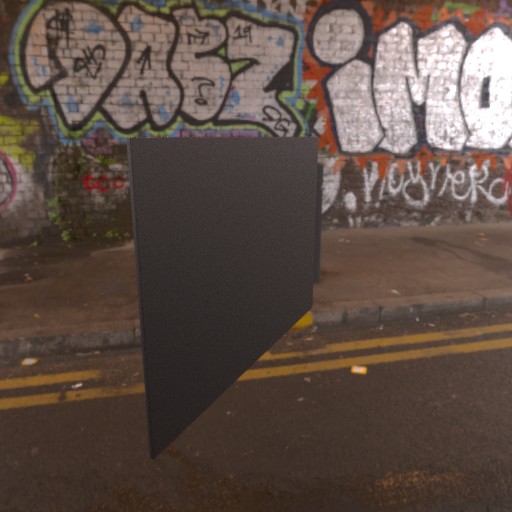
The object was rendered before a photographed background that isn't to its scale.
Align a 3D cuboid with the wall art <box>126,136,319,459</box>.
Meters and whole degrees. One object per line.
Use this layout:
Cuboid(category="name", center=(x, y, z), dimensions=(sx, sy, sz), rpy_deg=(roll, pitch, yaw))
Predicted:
Cuboid(category="wall art", center=(0.000, 0.000, 1.561), dimensions=(0.013, 0.811, 1.192), rpy_deg=(8, 17, 26))
